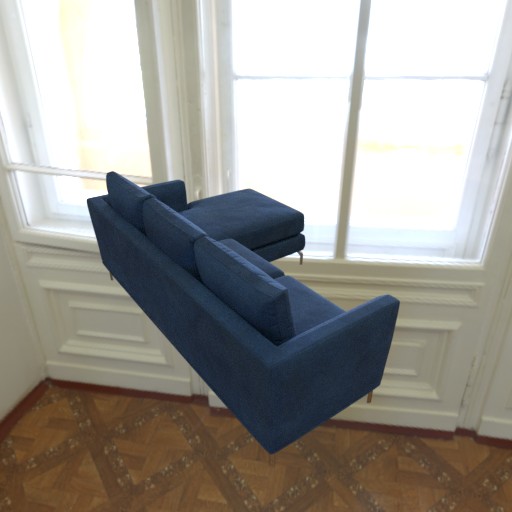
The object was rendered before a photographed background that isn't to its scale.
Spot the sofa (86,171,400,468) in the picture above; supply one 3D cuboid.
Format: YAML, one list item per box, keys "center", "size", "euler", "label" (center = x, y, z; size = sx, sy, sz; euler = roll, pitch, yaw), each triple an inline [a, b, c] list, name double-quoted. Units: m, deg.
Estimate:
- center: [0.000, 0.000, 3.228]
  size: [1.622, 0.987, 2.438]
  euler: [-19, 33, -31]
  label: "sofa"
